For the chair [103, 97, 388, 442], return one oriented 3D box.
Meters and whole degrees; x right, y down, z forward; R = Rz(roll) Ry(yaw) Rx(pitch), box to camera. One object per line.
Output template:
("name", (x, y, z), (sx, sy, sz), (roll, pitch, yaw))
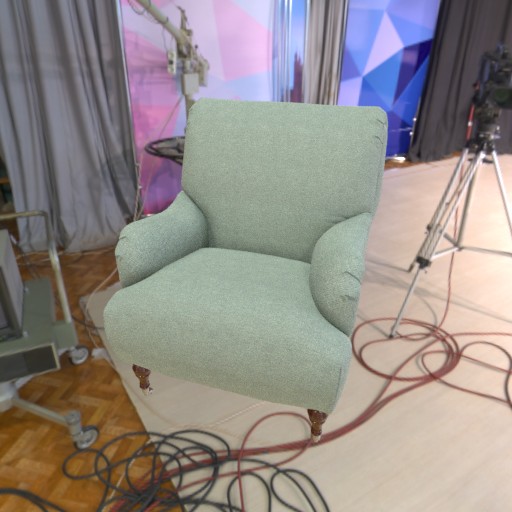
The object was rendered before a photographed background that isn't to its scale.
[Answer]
("chair", (0.000, 0.000, 1.939), (0.964, 1.178, 1.060), (9, 29, 17))
